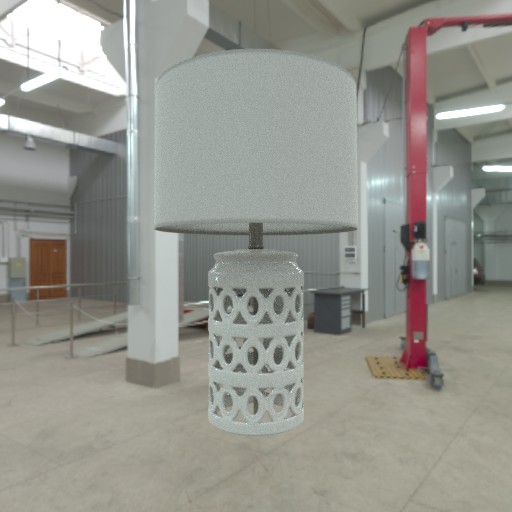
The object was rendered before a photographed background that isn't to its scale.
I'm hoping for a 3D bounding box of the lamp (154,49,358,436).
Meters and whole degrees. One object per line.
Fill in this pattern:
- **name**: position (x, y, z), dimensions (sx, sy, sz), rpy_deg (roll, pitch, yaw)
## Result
- **lamp**: position (0.000, 0.000, 0.690), dimensions (0.310, 0.502, 0.310), rpy_deg (0, 0, 0)
